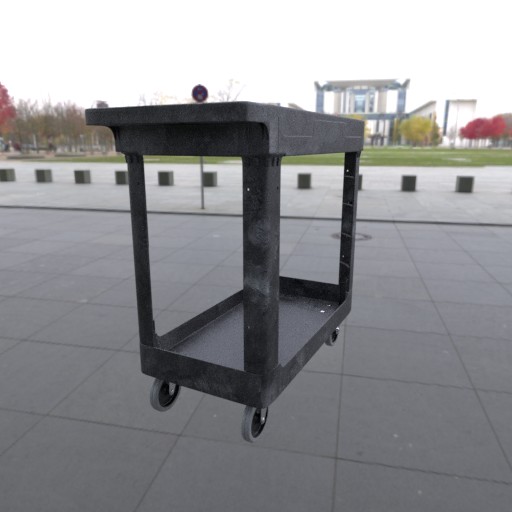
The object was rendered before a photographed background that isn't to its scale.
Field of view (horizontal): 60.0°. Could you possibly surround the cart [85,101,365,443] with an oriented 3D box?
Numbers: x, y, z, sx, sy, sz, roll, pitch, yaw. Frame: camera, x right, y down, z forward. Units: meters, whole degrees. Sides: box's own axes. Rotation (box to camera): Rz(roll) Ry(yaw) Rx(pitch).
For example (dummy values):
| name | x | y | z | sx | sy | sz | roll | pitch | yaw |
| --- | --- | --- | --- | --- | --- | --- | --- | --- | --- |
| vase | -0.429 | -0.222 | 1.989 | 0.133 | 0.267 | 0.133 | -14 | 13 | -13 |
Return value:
| name | x | y | z | sx | sy | sz | roll | pitch | yaw |
| --- | --- | --- | --- | --- | --- | --- | --- | --- | --- |
| cart | 0.000 | 0.000 | 1.364 | 0.420 | 0.824 | 0.877 | 7 | 16 | 27 |
